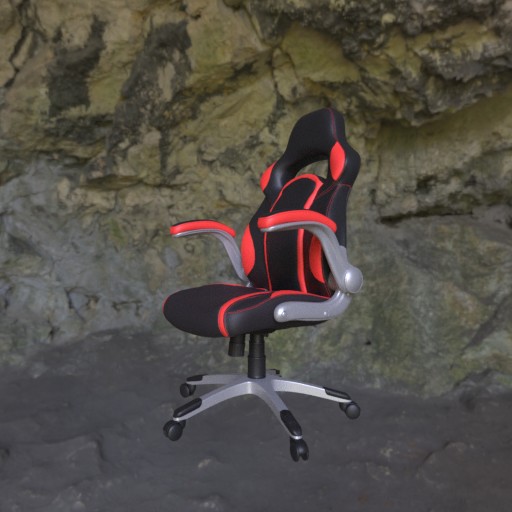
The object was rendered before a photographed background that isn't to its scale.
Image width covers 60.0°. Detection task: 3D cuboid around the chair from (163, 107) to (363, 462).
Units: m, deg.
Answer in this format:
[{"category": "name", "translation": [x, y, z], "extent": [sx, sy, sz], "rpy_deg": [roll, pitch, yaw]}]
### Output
[{"category": "chair", "translation": [0.000, 0.000, 1.603], "extent": [0.712, 1.165, 0.758], "rpy_deg": [0, 1, -36]}]
